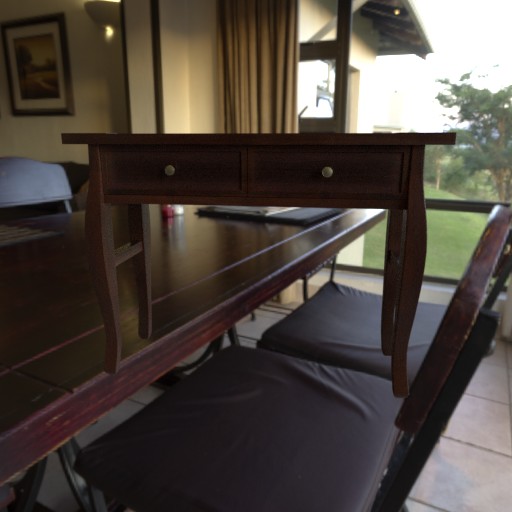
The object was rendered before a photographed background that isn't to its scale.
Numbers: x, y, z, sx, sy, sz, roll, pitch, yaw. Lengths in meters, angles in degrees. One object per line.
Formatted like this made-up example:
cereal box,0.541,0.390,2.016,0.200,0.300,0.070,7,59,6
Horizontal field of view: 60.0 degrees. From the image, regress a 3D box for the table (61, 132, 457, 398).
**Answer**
table,0.000,0.000,1.442,1.062,0.768,0.373,2,15,8
